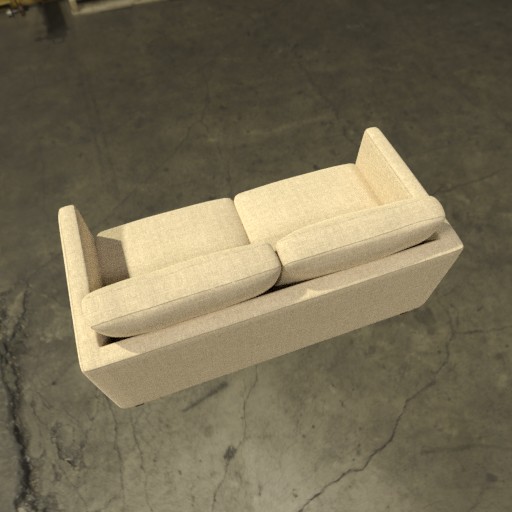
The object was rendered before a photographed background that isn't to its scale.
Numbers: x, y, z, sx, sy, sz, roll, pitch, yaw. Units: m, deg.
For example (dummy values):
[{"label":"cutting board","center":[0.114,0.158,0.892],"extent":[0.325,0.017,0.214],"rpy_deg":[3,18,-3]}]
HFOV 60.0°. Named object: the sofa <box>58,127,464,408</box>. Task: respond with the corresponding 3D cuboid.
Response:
[{"label":"sofa","center":[0.000,0.000,2.457],"extent":[1.884,0.963,0.950],"rpy_deg":[-17,59,-10]}]
